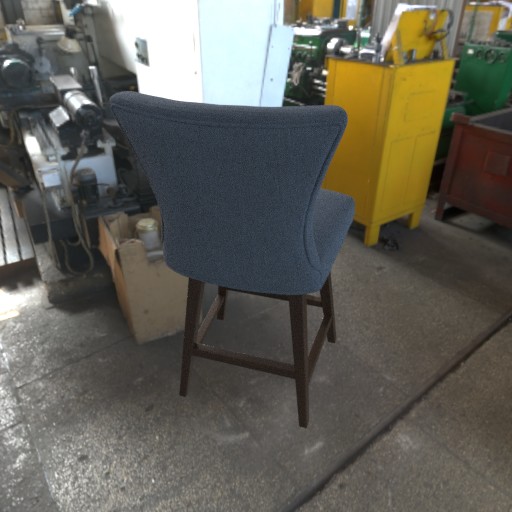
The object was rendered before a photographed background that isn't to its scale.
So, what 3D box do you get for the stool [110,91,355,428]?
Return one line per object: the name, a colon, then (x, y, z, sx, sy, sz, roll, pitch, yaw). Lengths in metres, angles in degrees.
stool: (0.000, 0.000, 1.331, 0.514, 1.000, 0.574, 9, 33, 15)
